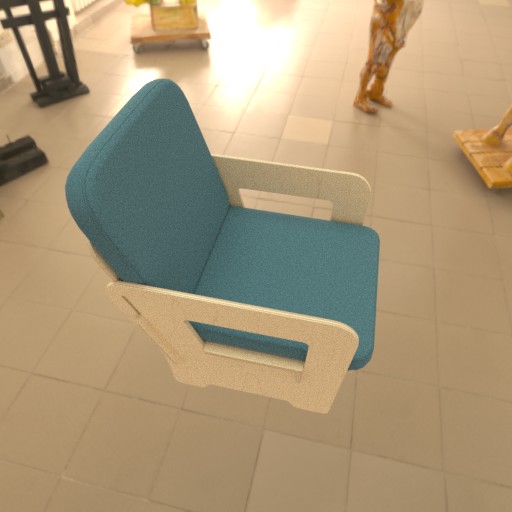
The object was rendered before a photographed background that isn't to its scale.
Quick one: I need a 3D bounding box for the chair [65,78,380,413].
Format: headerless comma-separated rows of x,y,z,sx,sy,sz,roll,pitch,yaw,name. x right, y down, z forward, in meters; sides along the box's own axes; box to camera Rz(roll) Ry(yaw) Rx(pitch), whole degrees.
0.000,0.000,1.180,0.657,0.747,0.547,10,47,9,chair
